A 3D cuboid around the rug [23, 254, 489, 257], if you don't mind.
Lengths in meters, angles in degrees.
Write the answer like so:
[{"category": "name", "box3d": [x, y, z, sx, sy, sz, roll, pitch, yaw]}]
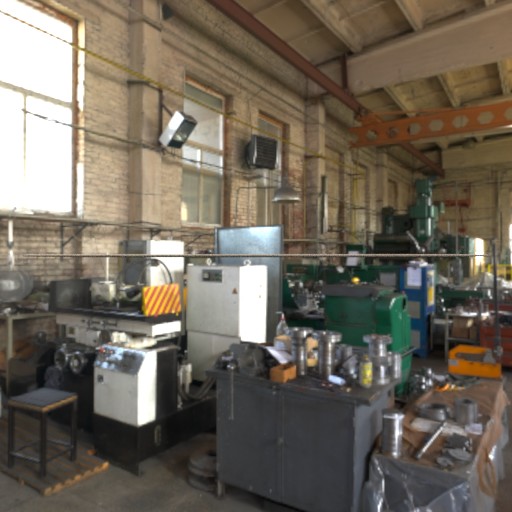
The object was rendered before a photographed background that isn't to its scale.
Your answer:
[{"category": "rug", "box3d": [0.000, 0.000, 2.695, 2.448, 0.012, 0.769, 0, 0, 0]}]
